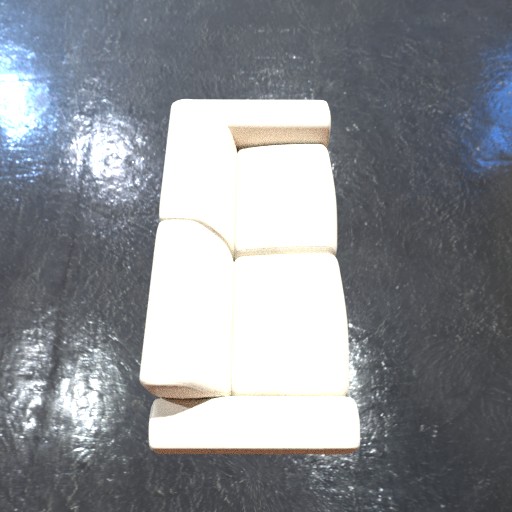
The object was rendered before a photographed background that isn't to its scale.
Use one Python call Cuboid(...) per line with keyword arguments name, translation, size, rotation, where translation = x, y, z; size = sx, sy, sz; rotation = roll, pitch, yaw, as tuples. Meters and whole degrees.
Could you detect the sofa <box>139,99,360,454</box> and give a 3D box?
Cuboid(name="sofa", translation=(0.000, 0.000, 2.327), size=(0.900, 0.772, 1.901), rotation=(0, 64, 0))
